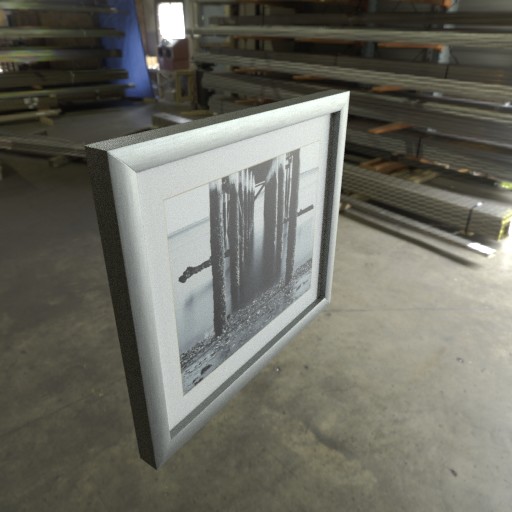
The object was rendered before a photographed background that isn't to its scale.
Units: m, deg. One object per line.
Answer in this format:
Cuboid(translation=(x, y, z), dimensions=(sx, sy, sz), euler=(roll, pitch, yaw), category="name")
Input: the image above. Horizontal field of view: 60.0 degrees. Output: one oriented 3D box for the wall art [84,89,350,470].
Cuboid(translation=(0.000, 0.000, 0.522), dimensions=(0.028, 0.330, 0.380), euler=(19, 33, 31), category="wall art")
